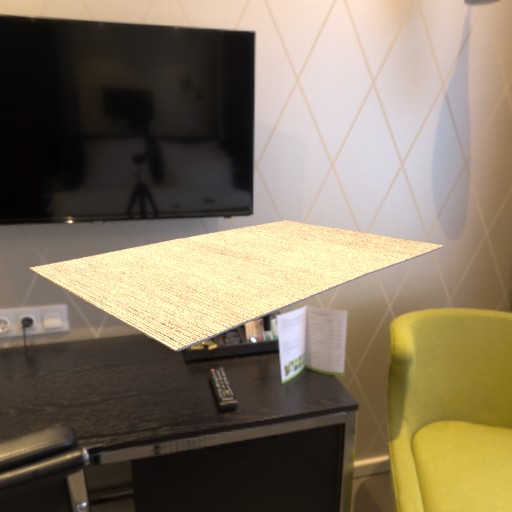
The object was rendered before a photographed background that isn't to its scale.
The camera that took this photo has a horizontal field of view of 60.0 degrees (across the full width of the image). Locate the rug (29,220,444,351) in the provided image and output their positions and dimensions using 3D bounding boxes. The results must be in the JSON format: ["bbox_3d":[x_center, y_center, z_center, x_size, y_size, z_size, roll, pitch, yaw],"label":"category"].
[{"bbox_3d":[0.000,0.000,2.216,1.773,0.021,1.149,-14,20,-43],"label":"rug"}]
